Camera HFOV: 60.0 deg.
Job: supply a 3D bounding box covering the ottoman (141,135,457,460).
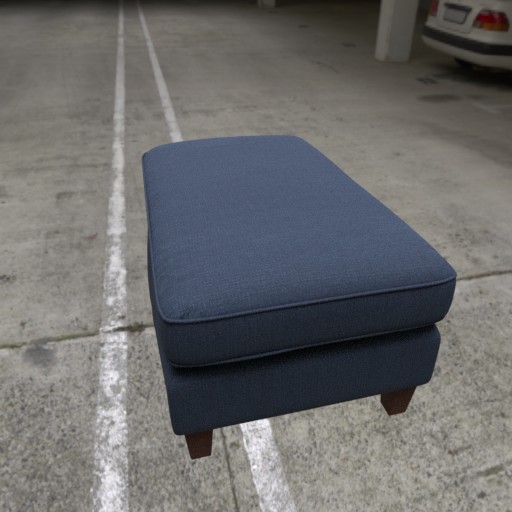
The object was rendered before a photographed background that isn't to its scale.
[{"bbox_3d":[0.000,0.000,1.176,0.570,0.438,0.885,-7,32,-12],"label":"ottoman"}]
